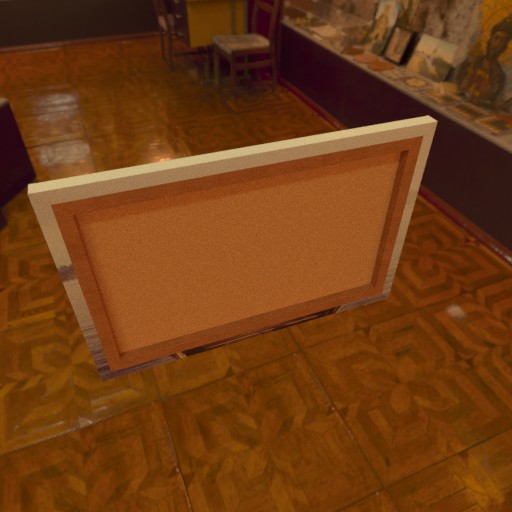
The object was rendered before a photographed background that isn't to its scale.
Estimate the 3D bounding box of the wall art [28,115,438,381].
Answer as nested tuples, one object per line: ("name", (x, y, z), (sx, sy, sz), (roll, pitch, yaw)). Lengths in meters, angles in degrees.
("wall art", (0.000, 0.000, 1.152), (0.916, 0.609, 0.037), (-14, 43, -15))
